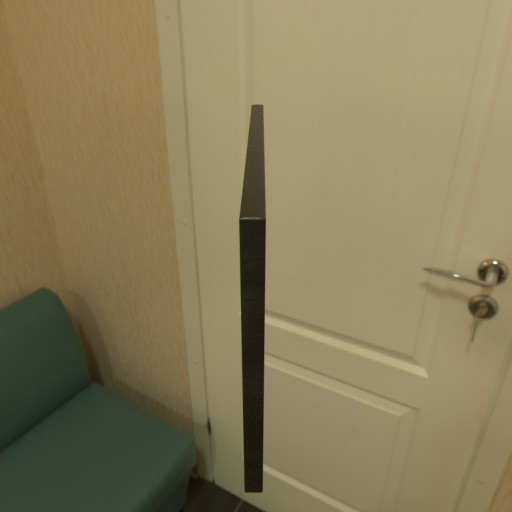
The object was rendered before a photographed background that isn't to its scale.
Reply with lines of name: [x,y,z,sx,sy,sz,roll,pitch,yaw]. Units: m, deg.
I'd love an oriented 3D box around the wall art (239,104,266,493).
wall art: [0.000,0.000,1.162,0.038,0.612,0.912,0,28,1]
